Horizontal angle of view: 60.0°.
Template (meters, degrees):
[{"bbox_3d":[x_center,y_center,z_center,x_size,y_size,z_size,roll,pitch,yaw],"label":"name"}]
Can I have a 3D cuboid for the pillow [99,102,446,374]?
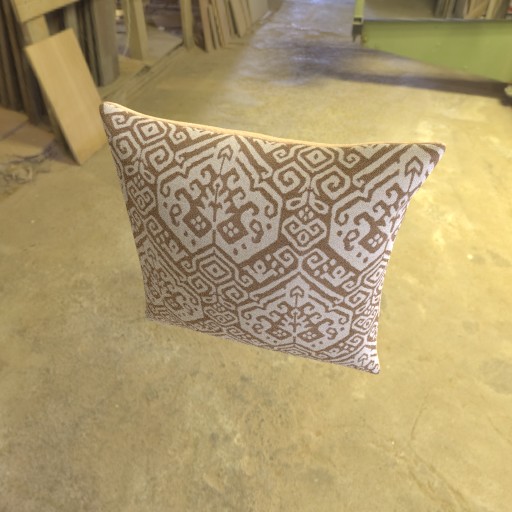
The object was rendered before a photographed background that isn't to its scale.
[{"bbox_3d":[0.000,0.000,0.638,0.419,0.407,0.173,11,42,12],"label":"pillow"}]
